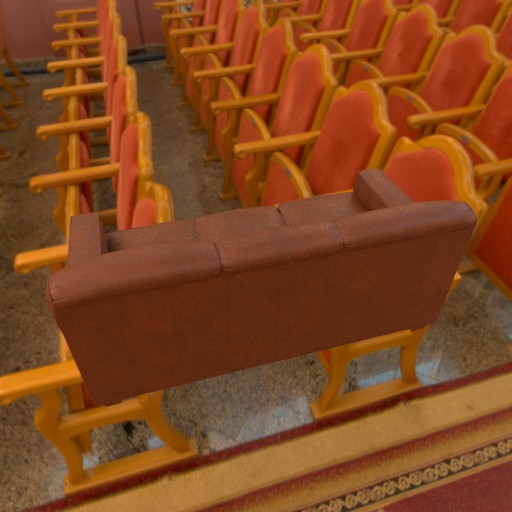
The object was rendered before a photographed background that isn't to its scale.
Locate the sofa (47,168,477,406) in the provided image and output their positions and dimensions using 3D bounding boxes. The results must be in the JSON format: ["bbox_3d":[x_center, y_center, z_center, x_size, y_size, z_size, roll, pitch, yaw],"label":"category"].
[{"bbox_3d":[0.000,0.000,2.571,2.039,0.953,1.008,-11,42,-12],"label":"sofa"}]
